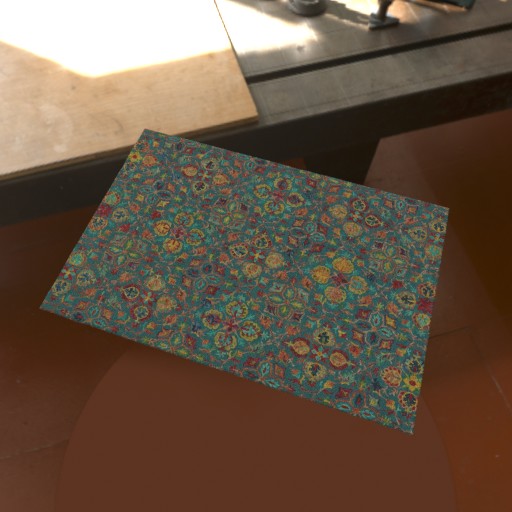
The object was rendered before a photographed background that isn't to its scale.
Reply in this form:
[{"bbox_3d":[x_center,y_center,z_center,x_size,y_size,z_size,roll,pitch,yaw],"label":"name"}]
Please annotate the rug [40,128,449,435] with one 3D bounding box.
[{"bbox_3d":[0.000,0.000,2.875,2.290,0.016,1.527,17,64,8],"label":"rug"}]
